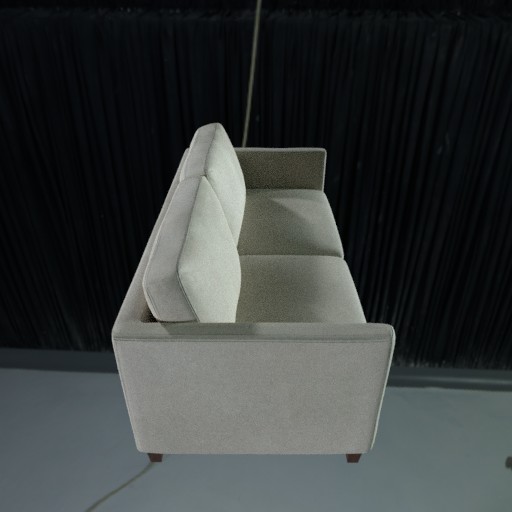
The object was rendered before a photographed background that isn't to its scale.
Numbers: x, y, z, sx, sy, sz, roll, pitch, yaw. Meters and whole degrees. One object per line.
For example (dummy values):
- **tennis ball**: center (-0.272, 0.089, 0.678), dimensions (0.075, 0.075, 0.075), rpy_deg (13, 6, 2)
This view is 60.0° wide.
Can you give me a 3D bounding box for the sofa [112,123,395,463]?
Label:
- **sofa**: center (0.000, 0.000, 2.305), dimensions (0.950, 0.940, 1.846), rpy_deg (0, 33, 0)
